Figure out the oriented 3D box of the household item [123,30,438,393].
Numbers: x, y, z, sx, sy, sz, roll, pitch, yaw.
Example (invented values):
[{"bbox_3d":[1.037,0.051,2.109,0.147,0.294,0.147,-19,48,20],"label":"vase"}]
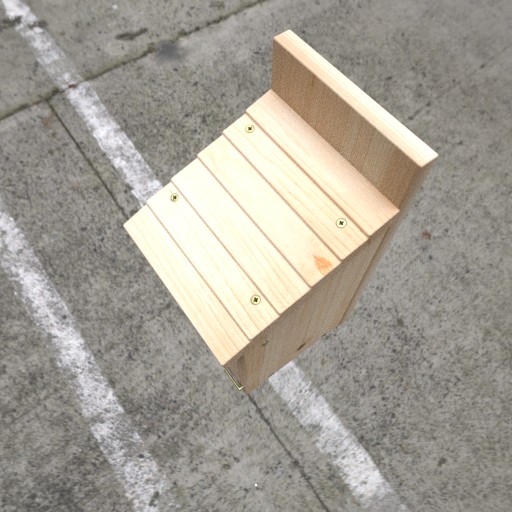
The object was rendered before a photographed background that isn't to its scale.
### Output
[{"bbox_3d":[0.000,0.000,0.407,0.171,0.300,0.149,-33,67,-16],"label":"household item"}]
